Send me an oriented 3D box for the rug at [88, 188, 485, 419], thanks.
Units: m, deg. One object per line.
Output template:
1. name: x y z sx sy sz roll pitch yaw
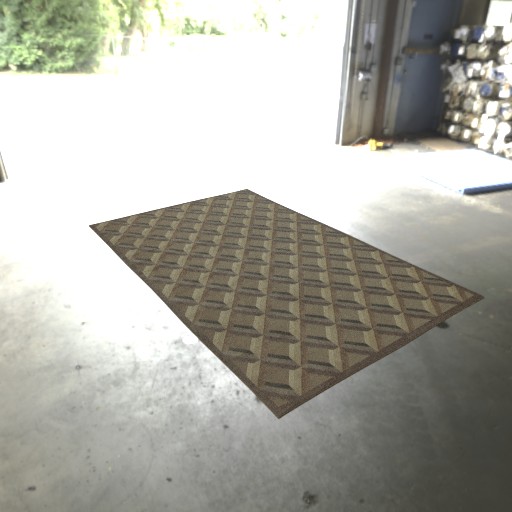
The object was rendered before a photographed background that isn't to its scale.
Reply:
1. rug: 0.000 0.000 2.110 1.066 0.011 1.677 -18 33 -31
